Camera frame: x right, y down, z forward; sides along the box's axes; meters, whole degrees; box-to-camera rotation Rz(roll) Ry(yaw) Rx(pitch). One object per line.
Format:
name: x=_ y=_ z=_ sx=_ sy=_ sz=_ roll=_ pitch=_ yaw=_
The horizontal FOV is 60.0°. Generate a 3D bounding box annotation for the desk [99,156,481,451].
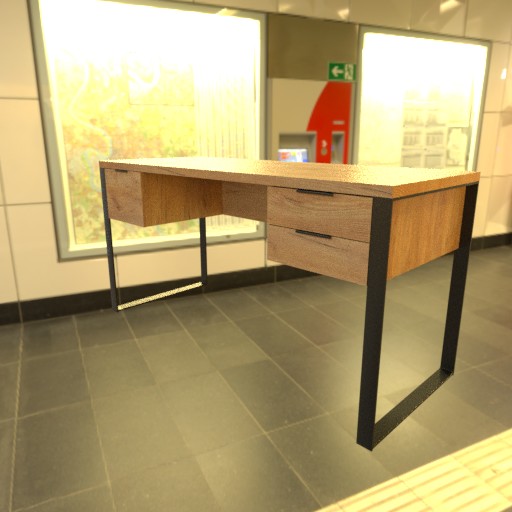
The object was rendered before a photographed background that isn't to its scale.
desk: x=0.000 y=0.000 z=1.892 sx=1.520 sy=0.760 sz=0.600 roll=15 pitch=21 yaw=43
